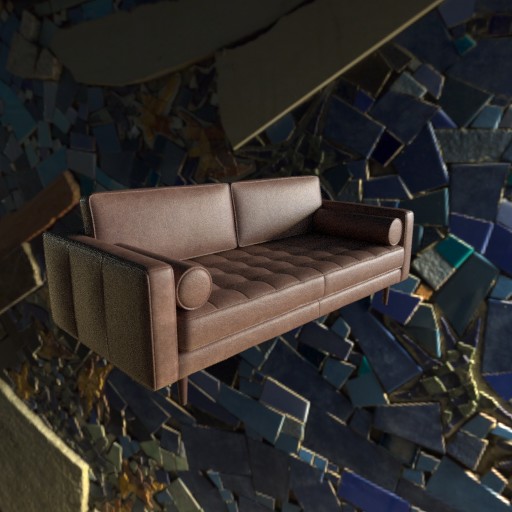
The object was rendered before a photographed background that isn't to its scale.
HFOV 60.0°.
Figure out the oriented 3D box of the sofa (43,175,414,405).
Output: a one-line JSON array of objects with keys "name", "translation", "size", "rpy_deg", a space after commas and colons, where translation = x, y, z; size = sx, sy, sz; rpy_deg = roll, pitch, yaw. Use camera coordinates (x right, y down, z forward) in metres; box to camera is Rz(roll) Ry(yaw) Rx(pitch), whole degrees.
[{"name": "sofa", "translation": [0.000, 0.000, 2.373], "size": [0.910, 0.760, 1.870], "rpy_deg": [14, 20, 43]}]
